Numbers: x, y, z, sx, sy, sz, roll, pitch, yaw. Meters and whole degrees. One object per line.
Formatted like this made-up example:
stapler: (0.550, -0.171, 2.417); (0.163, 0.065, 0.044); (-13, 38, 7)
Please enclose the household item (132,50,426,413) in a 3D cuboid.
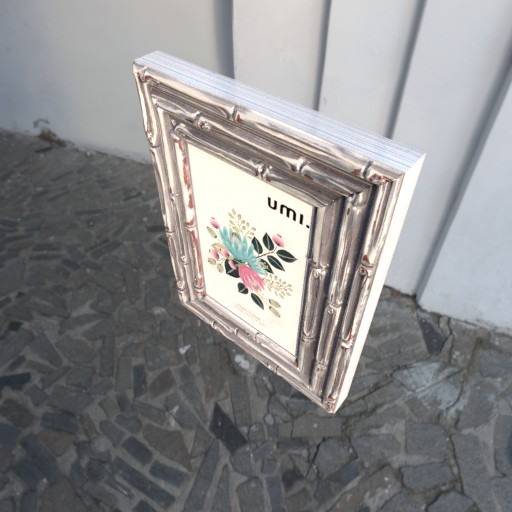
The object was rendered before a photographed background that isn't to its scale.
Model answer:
household item: (0.000, 0.000, 0.291); (0.165, 0.216, 0.025); (31, 54, 26)
